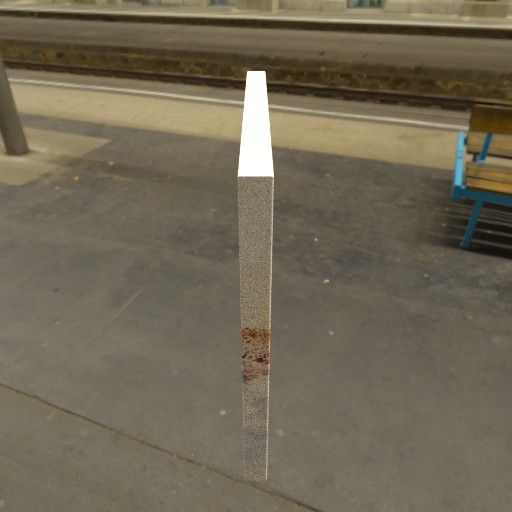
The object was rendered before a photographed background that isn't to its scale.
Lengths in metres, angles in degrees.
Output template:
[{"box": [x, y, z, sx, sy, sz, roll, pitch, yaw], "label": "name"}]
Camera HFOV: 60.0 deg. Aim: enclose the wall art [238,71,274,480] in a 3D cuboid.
[{"box": [0.000, 0.000, 1.603, 0.071, 1.061, 1.061, 0, 33, 0], "label": "wall art"}]
